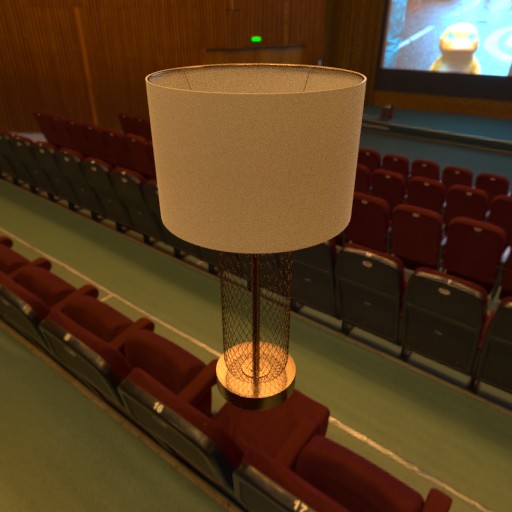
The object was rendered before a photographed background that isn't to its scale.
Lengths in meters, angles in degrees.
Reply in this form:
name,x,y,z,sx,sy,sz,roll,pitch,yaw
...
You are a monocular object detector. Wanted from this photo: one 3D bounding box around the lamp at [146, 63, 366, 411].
name,x,y,z,sx,sy,sz,roll,pitch,yaw
lamp,0.000,0.000,0.635,0.252,0.483,0.252,21,35,32
